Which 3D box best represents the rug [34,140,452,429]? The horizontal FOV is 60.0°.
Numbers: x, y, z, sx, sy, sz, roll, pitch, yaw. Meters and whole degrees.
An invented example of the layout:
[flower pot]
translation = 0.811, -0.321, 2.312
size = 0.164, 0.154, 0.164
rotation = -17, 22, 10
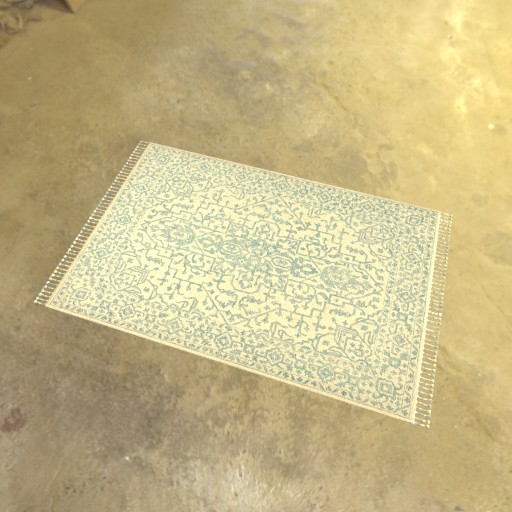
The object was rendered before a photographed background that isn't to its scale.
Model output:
[rug]
translation = 0.000, 0.000, 2.963
size = 2.438, 0.010, 1.524
rotation = 15, 59, 10
